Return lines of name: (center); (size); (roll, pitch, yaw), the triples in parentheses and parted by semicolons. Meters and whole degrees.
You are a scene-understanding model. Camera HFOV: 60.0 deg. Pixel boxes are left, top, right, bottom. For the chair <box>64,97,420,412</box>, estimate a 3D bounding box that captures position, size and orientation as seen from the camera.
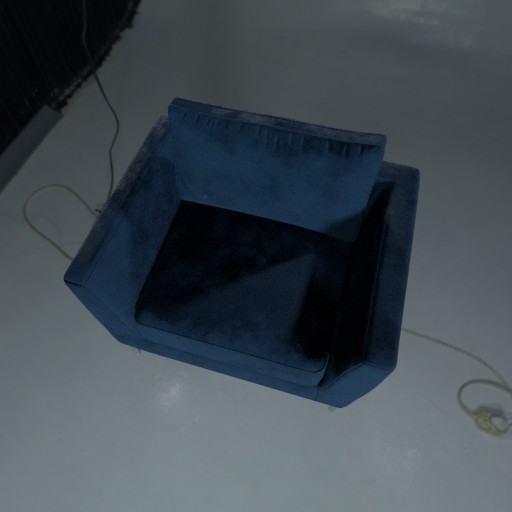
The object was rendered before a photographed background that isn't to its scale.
chair: (0.000, 0.000, 1.590); (0.977, 0.893, 0.746); (14, 60, 8)
